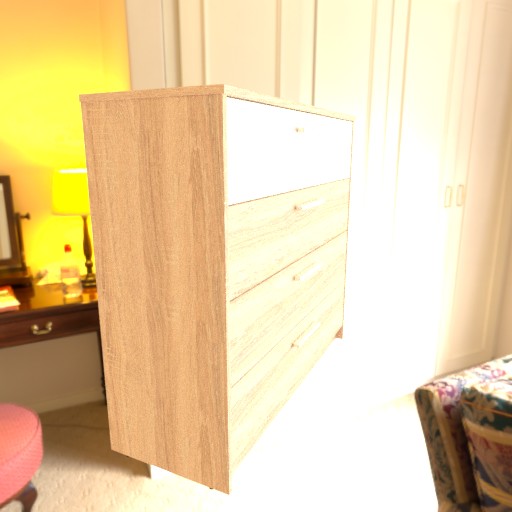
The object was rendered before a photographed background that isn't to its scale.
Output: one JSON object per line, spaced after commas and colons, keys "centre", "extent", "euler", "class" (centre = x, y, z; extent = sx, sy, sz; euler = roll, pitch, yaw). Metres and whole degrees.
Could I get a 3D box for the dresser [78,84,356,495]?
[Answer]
{"centre": [0.000, 0.000, 1.418], "extent": [0.380, 0.900, 0.980], "euler": [7, 15, 26], "class": "dresser"}
